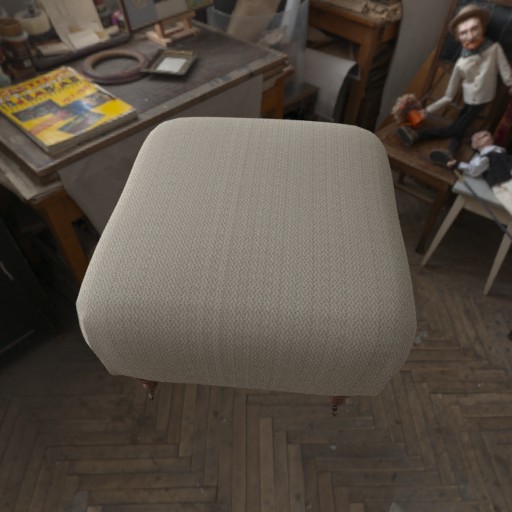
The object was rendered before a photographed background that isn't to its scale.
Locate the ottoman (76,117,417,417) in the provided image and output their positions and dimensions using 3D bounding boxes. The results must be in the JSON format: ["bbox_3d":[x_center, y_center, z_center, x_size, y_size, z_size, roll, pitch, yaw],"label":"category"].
[{"bbox_3d":[0.000,0.000,1.075,0.622,0.447,0.684,4,48,3],"label":"ottoman"}]
